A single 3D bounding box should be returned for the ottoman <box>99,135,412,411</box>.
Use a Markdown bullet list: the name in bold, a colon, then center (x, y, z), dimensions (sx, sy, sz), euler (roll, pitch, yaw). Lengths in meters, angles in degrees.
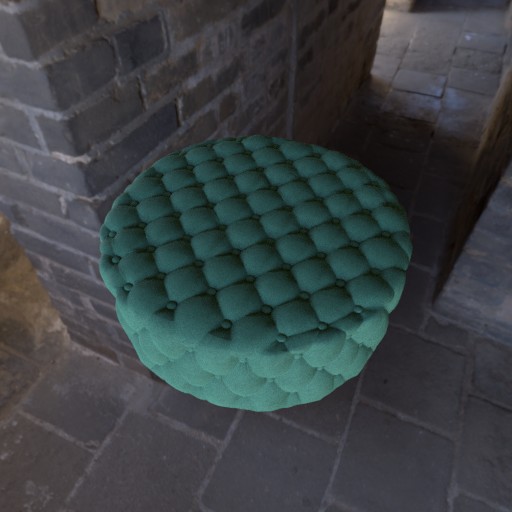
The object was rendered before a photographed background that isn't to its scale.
- **ottoman**: center (0.000, 0.000, 1.543), dimensions (0.998, 0.399, 0.998), euler (0, 48, 0)
